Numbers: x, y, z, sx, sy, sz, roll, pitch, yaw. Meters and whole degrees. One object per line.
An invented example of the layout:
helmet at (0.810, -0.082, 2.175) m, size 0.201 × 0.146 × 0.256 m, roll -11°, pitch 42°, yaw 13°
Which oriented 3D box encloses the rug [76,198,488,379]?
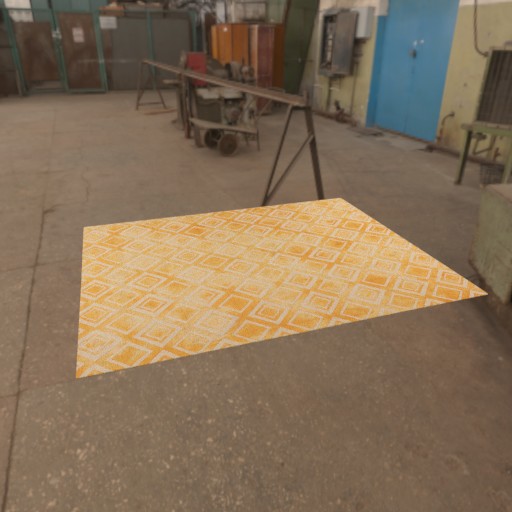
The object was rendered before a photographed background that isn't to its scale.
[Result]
rug at (0.000, 0.000, 4.073) m, size 3.037 × 0.011 × 2.433 m, roll -8°, pitch 28°, yaw -16°
